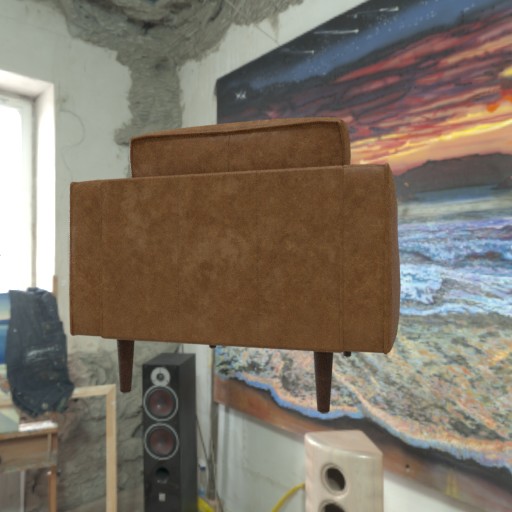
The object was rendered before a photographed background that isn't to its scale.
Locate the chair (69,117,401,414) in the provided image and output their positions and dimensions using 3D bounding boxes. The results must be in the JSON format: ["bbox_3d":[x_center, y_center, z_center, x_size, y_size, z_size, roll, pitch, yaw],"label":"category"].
[{"bbox_3d":[0.000,0.000,1.496,0.928,0.767,0.798,0,0,17],"label":"chair"}]
